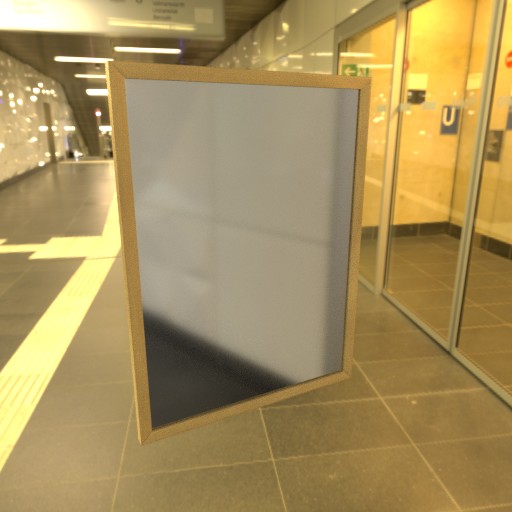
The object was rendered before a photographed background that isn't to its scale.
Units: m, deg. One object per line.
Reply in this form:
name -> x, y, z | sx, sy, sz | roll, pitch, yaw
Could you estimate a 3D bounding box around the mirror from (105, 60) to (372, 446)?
mirror -> 0.000, 0.000, 1.310 | 0.762, 1.016, 0.040 | -9, 18, -27
